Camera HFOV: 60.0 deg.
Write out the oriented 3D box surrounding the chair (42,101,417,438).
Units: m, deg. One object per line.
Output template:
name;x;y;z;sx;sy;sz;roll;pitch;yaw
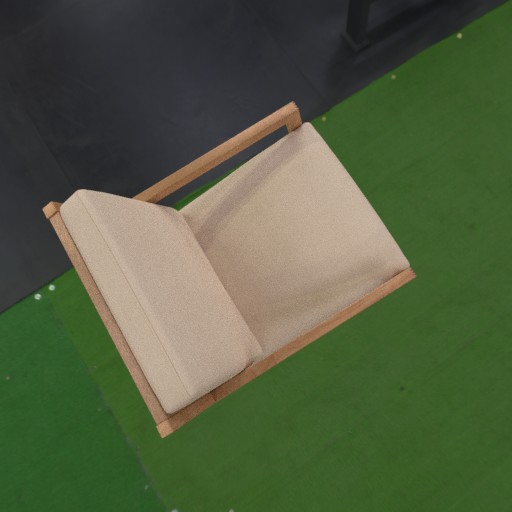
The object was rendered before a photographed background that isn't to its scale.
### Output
chair;0.000;0.000;1.393;0.857;0.790;0.622;-31;78;-7
